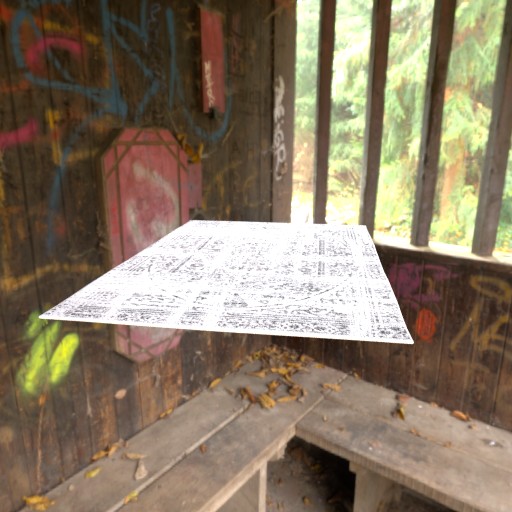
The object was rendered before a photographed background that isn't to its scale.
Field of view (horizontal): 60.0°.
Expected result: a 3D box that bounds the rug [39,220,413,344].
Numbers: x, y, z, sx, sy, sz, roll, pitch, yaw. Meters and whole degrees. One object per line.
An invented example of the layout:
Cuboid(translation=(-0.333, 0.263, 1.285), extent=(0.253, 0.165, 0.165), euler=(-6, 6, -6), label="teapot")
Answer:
Cuboid(translation=(0.000, 0.000, 3.112), extent=(1.706, 0.026, 2.438), euler=(2, 16, 9), label="rug")
